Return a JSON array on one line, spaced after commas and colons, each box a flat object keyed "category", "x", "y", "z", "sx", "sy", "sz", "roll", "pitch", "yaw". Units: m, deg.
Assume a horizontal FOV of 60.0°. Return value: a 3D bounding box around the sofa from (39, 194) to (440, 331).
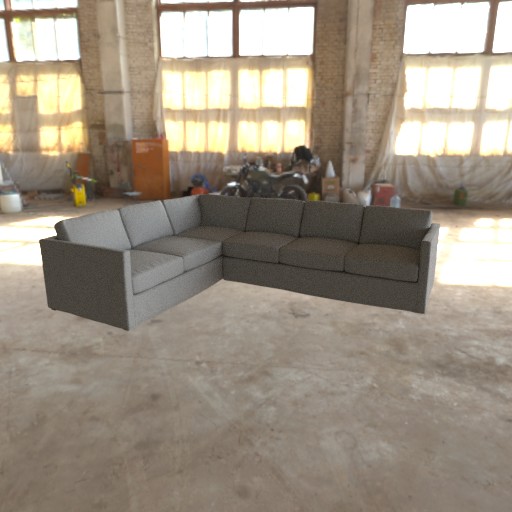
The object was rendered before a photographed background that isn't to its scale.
[{"category": "sofa", "x": 0.000, "y": 0.000, "z": 4.399, "sx": 3.182, "sy": 0.871, "sz": 2.432, "roll": 8, "pitch": 17, "yaw": 26}]
